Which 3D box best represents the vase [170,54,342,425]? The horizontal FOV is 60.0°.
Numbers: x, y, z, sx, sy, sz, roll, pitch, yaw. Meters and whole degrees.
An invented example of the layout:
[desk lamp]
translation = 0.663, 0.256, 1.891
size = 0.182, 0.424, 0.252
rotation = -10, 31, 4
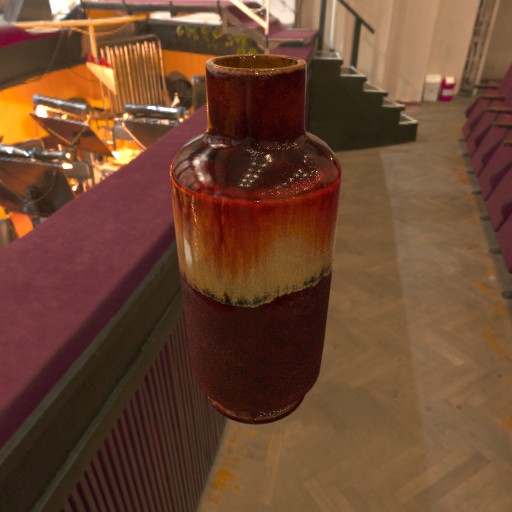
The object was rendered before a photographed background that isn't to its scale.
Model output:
[vase]
translation = 0.000, 0.000, 0.321
size = 0.111, 0.261, 0.111
rotation = 0, 32, 0
